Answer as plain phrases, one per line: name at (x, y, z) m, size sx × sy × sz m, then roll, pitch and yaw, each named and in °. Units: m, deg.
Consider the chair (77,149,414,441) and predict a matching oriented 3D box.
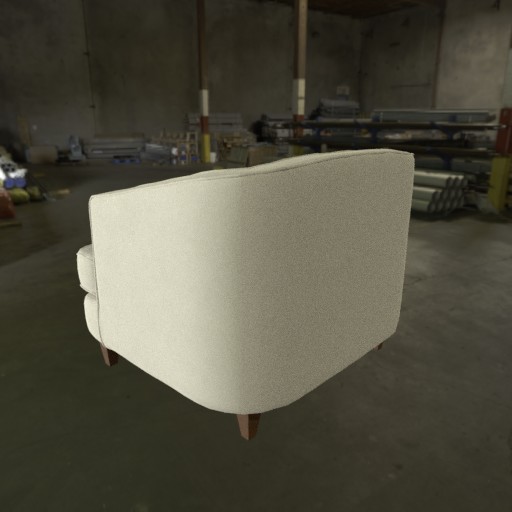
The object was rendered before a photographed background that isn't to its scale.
chair at (0.000, 0.000, 1.765) m, size 0.941 × 0.852 × 1.104 m, roll 16°, pitch 23°, yaw 42°
